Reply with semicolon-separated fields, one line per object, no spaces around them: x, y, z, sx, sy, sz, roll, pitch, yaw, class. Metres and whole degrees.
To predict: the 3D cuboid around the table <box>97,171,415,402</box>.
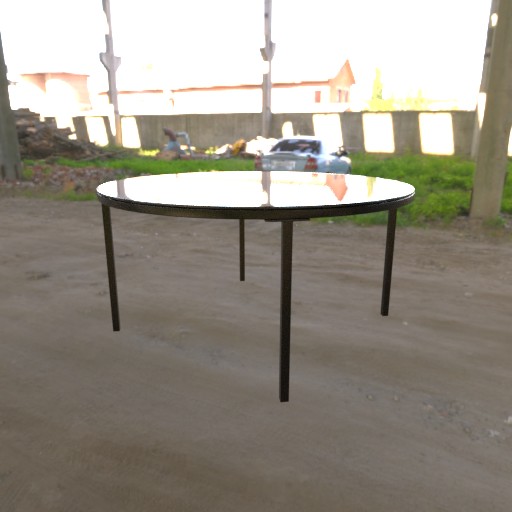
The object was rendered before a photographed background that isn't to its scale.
0.000;0.000;1.229;0.800;0.400;0.800;0;15;0;table
